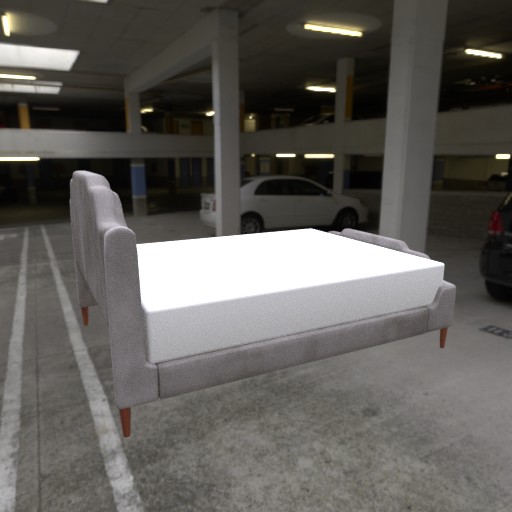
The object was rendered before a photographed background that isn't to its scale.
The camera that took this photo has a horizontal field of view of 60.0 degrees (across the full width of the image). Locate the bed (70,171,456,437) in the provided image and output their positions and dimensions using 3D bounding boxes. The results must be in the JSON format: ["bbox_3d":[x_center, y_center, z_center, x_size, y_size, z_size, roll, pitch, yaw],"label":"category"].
[{"bbox_3d":[0.000,0.000,3.245,2.340,1.245,1.676,-7,15,-26],"label":"bed"}]
